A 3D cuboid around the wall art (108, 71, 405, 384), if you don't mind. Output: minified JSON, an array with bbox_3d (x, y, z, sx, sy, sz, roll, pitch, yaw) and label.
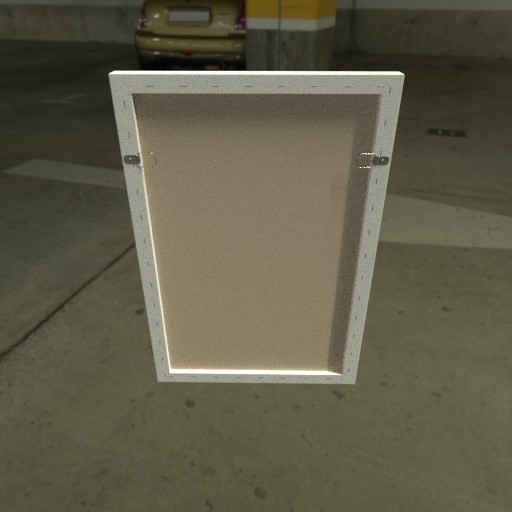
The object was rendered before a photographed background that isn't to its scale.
[{"bbox_3d":[0.000,0.000,1.183,0.624,0.914,0.043,0,31,1],"label":"wall art"}]
